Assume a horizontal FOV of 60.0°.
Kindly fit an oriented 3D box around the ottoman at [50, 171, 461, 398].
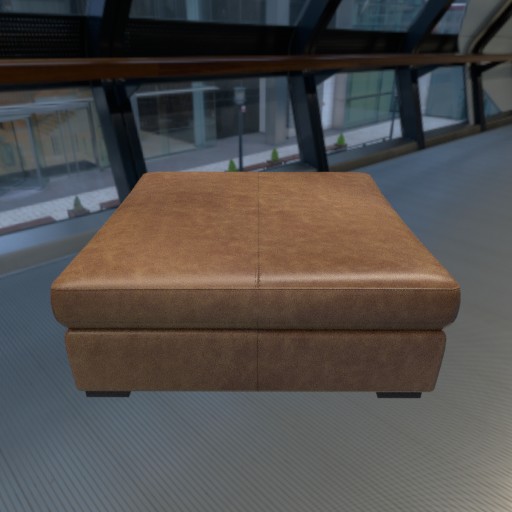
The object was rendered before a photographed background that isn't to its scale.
[{"bbox_3d":[0.000,0.000,1.824,1.168,0.483,1.169,0,26,0],"label":"ottoman"}]
